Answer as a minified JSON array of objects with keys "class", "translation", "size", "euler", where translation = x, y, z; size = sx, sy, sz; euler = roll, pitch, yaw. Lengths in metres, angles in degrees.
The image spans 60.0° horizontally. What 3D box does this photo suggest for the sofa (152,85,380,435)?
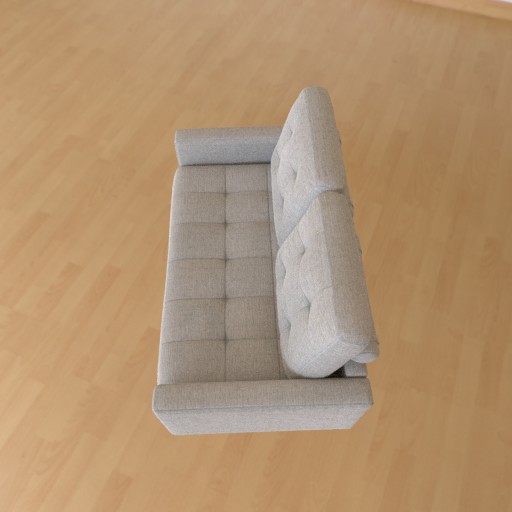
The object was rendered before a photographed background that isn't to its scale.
[{"class":"sofa","translation":[0.000,0.000,2.002],"size":[0.842,0.907,1.407],"euler":[-2,59,-1]}]
